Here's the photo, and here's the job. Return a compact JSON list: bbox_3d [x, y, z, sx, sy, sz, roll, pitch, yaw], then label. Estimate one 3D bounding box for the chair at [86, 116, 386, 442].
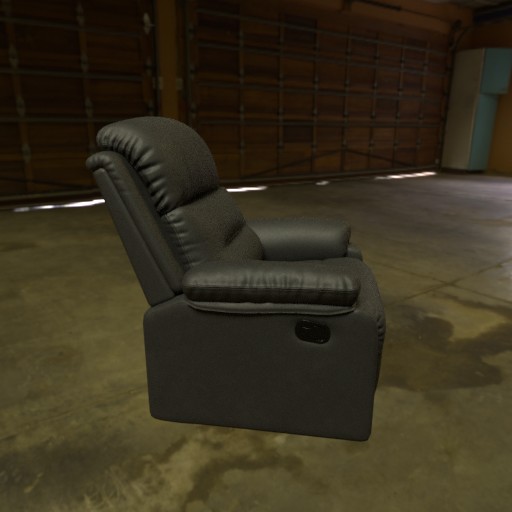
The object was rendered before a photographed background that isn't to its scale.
[{"bbox_3d":[0.000,0.000,1.648,0.919,0.992,0.855,3,16,9],"label":"chair"}]
